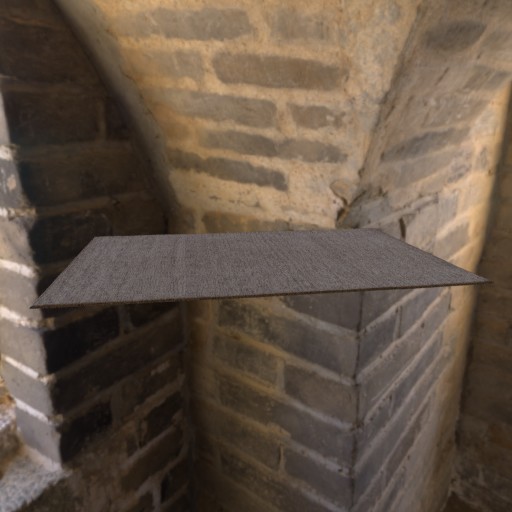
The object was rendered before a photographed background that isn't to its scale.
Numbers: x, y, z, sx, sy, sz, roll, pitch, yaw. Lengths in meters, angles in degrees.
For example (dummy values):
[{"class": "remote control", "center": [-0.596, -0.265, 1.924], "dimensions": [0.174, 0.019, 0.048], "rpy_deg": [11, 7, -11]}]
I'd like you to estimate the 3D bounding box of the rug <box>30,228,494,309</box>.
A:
[{"class": "rug", "center": [0.000, 0.000, 2.292], "dimensions": [1.822, 0.018, 1.211], "rpy_deg": [-2, 15, -9]}]
